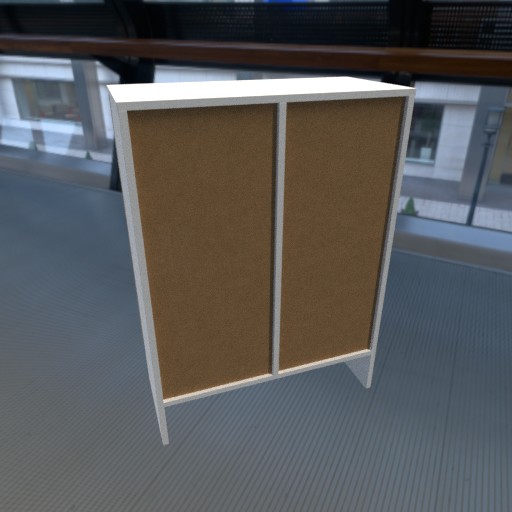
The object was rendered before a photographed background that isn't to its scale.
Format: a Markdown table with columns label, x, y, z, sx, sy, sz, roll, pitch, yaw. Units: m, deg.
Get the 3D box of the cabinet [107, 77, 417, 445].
| label | x | y | z | sx | sy | sz | roll | pitch | yaw |
| --- | --- | --- | --- | --- | --- | --- | --- | --- | --- |
| cabinet | 0.000 | 0.000 | 1.134 | 0.600 | 0.815 | 0.296 | -9 | 28 | -18 |
